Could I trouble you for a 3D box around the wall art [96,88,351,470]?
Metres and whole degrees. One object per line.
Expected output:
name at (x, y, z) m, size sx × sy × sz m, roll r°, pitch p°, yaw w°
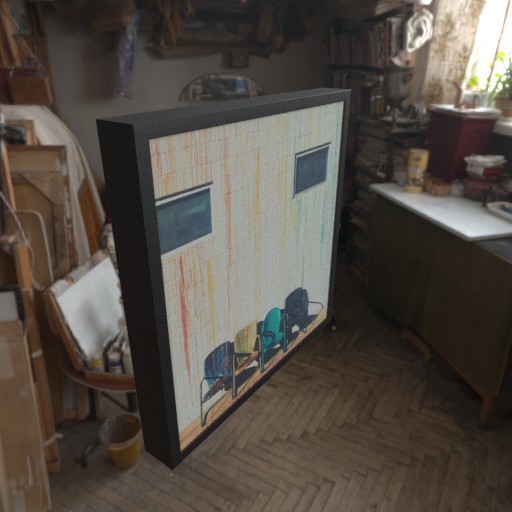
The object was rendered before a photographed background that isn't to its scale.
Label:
wall art at (0.000, 0.000, 0.456) m, size 0.038 × 0.304 × 0.304 m, roll 18°, pitch 30°, yaw 33°
